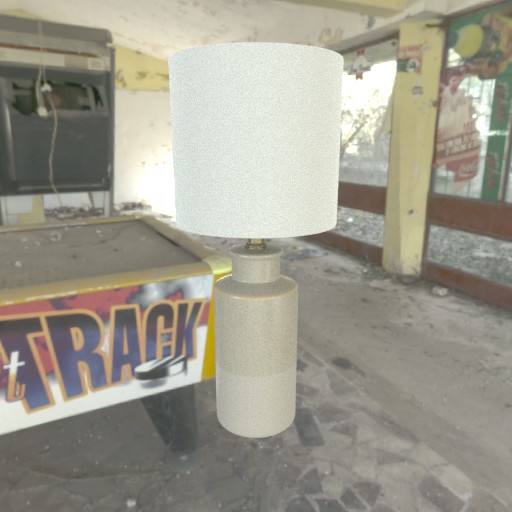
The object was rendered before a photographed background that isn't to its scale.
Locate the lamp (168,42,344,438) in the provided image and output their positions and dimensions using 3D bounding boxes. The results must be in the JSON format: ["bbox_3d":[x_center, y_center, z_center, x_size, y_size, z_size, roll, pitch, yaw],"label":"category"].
[{"bbox_3d":[0.000,0.000,0.605,0.212,0.493,0.212,2,14,10],"label":"lamp"}]
